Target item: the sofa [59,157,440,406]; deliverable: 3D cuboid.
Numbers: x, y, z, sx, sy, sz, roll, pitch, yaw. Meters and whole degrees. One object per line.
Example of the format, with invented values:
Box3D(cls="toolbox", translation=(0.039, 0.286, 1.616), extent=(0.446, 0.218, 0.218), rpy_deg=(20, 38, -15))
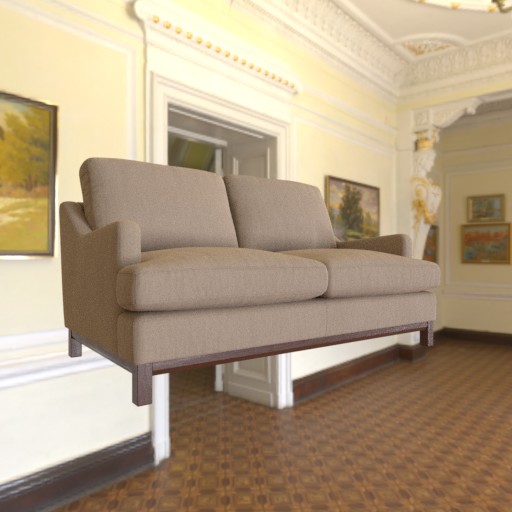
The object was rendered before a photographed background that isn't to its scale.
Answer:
Box3D(cls="sofa", translation=(0.000, 0.000, 2.165), extent=(1.619, 0.910, 1.004), rpy_deg=(0, 0, -36))
